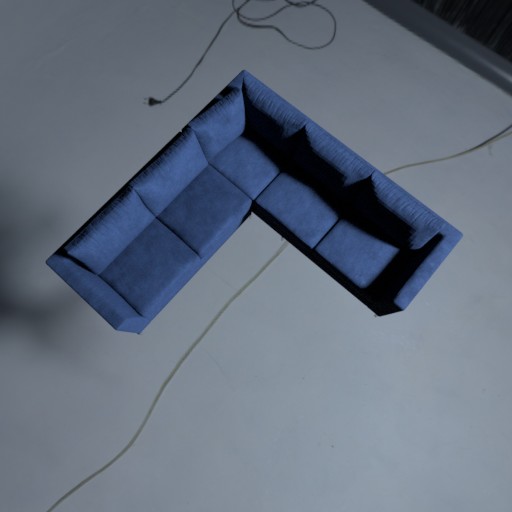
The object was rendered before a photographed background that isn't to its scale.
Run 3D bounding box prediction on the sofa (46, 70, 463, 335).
[{"bbox_3d":[0.000,0.000,3.906,2.463,0.988,2.472,40,78,10],"label":"sofa"}]
